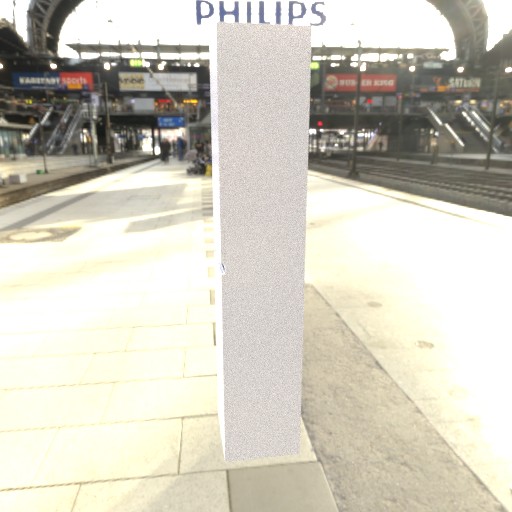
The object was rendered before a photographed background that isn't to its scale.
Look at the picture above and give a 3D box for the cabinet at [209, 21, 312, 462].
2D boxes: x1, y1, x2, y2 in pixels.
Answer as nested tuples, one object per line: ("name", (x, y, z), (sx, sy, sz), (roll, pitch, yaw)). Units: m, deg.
("cabinet", (0.000, 0.000, 1.540), (0.269, 1.400, 0.300), (-2, 15, -9))
